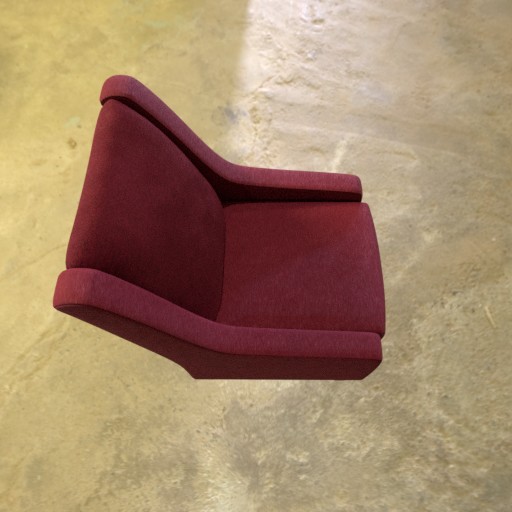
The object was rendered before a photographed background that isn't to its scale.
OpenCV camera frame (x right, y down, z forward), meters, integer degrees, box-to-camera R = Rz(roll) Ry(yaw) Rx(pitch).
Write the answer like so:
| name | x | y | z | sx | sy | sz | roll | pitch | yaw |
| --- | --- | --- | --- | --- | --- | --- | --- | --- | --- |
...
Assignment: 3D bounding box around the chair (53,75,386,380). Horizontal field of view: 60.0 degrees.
| name | x | y | z | sx | sy | sz | roll | pitch | yaw |
| --- | --- | --- | --- | --- | --- | --- | --- | --- | --- |
| chair | 0.000 | 0.000 | 1.664 | 0.985 | 1.017 | 0.793 | 0 | 63 | 0 |
